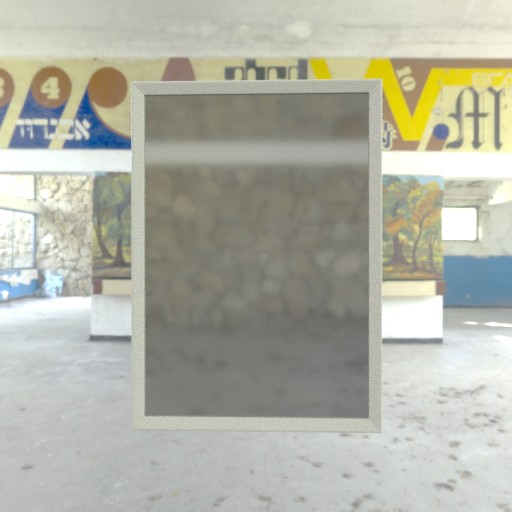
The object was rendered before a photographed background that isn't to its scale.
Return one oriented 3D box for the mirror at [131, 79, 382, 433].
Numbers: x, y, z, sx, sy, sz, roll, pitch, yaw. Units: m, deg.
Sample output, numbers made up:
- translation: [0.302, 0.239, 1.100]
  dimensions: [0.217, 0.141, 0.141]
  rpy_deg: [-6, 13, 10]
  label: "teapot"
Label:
- translation: [0.000, 0.000, 0.915]
  dimensions: [0.507, 0.710, 0.039]
  rpy_deg: [0, 0, 2]
  label: "mirror"
